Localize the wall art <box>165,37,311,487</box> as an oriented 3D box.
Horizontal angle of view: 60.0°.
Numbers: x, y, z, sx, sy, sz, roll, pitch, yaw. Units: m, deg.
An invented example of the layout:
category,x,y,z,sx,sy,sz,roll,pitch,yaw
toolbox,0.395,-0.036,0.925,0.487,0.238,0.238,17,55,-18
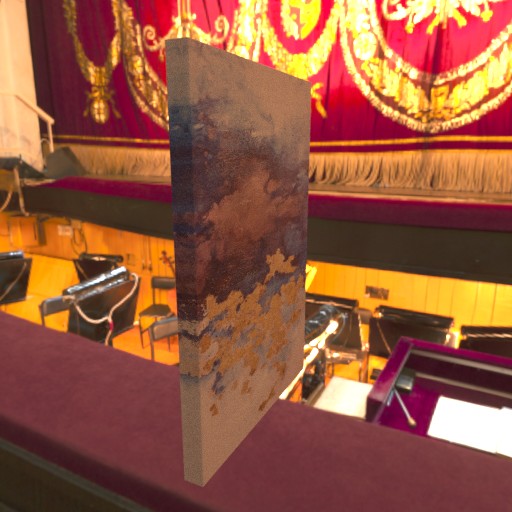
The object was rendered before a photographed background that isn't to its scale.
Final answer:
category,x,y,z,sx,sy,sz,roll,pitch,yaw
wall art,0.000,0.000,1.094,0.048,0.874,0.583,7,15,26
